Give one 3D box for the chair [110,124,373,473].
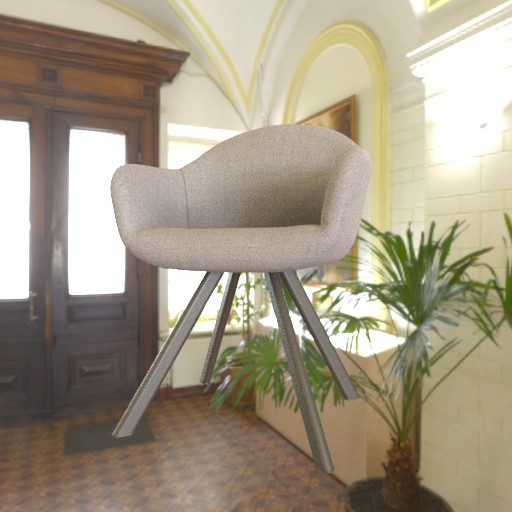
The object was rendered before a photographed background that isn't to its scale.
[{"bbox_3d":[0.000,0.000,1.154,0.590,0.795,0.550,0,1,19],"label":"chair"}]
